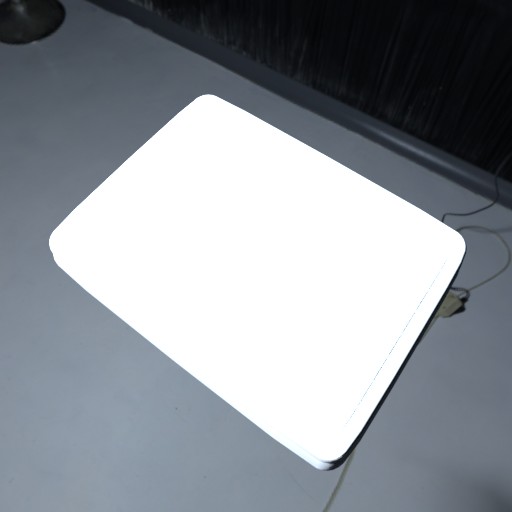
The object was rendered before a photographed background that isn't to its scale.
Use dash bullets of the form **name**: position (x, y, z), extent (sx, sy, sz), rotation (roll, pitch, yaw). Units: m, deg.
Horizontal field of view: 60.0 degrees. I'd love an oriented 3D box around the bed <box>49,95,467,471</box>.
- **bed**: position (0.000, 0.000, 2.632), extent (2.036, 0.460, 1.520), rotation (34, 68, 15)
